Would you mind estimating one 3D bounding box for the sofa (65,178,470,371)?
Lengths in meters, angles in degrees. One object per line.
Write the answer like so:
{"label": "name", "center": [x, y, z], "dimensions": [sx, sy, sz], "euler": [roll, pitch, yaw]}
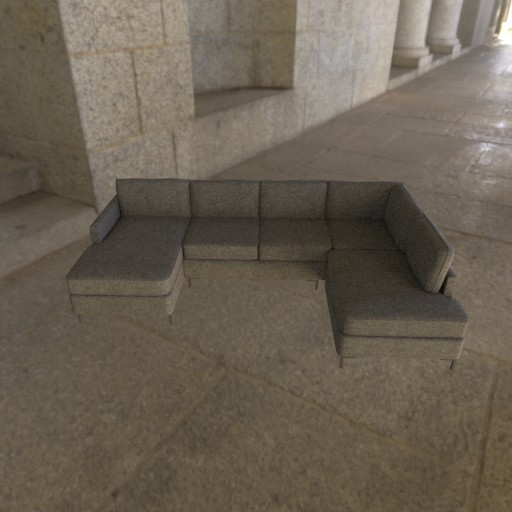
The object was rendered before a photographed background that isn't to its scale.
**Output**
{"label": "sofa", "center": [0.000, 0.000, 4.377], "dimensions": [3.423, 0.999, 2.048], "euler": [1, 30, 2]}
